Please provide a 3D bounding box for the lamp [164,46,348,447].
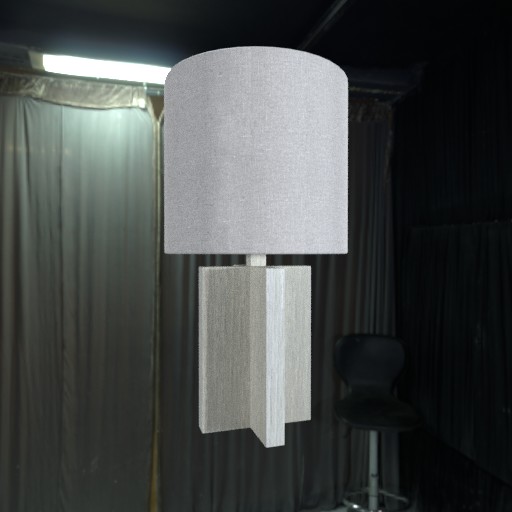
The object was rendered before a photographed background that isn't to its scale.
[{"bbox_3d":[0.000,0.000,0.565,0.229,0.428,0.229,0,1,-18],"label":"lamp"}]
